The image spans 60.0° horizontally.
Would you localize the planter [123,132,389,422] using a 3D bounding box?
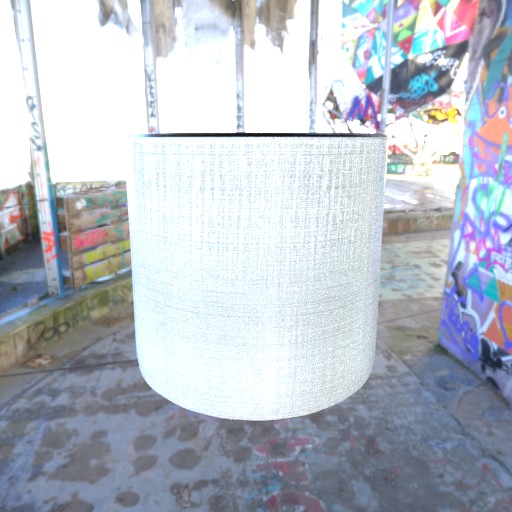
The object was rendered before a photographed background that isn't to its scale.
[{"bbox_3d":[0.000,0.000,0.293,0.160,0.156,0.160,0,15,0],"label":"planter"}]
